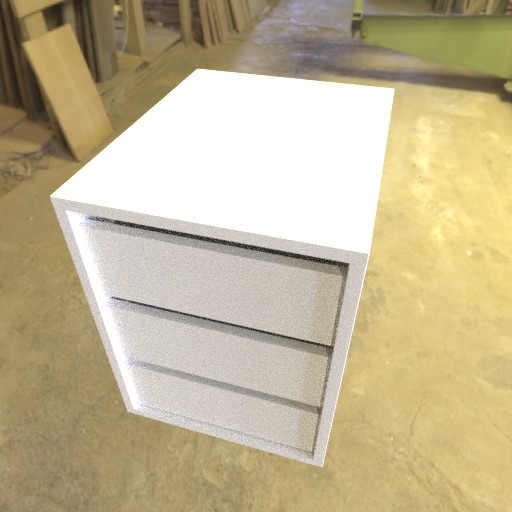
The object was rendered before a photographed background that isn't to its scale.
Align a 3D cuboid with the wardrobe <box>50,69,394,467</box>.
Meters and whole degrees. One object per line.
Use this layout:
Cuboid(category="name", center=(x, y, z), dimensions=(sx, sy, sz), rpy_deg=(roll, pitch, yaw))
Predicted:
Cuboid(category="wardrobe", center=(0.000, 0.000, 0.870), dimensions=(0.400, 0.520, 0.500), rpy_deg=(11, 42, 12))
